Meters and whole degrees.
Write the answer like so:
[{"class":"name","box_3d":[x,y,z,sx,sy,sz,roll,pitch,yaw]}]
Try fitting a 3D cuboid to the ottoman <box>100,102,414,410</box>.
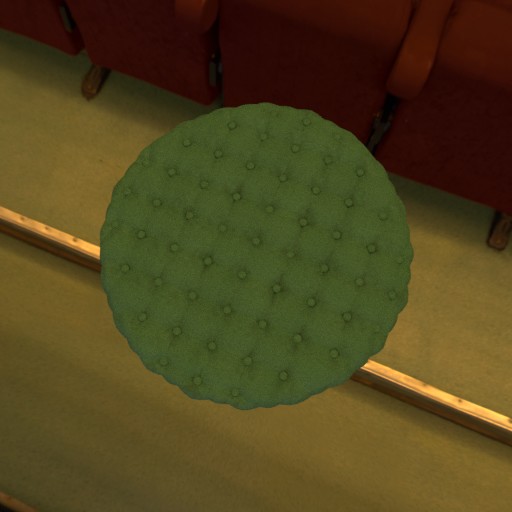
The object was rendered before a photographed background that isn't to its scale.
[{"class":"ottoman","box_3d":[0.000,0.000,1.536,0.998,0.399,0.998,0,76,0]}]
